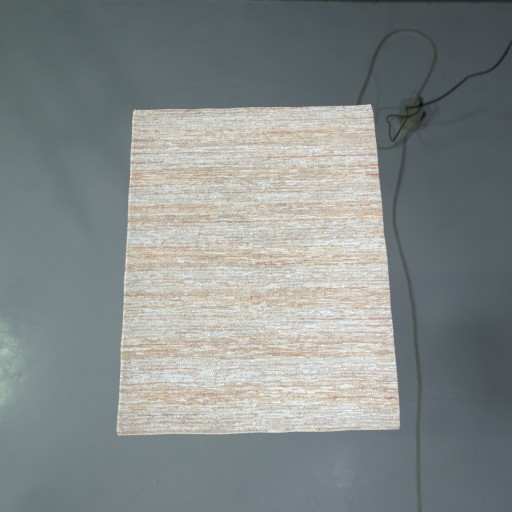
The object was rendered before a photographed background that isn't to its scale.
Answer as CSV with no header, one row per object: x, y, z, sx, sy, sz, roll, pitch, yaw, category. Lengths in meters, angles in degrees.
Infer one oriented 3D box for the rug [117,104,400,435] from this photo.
0.000,0.000,3.912,2.313,0.009,2.939,-1,77,0,rug
